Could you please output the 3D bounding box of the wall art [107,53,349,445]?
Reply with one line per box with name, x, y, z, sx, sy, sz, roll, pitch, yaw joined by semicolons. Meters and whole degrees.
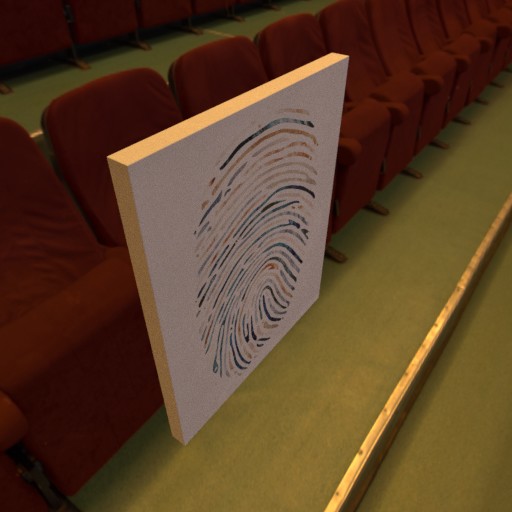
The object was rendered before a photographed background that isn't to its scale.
wall art;0.000;0.000;0.834;0.037;0.606;0.508;25;46;27
